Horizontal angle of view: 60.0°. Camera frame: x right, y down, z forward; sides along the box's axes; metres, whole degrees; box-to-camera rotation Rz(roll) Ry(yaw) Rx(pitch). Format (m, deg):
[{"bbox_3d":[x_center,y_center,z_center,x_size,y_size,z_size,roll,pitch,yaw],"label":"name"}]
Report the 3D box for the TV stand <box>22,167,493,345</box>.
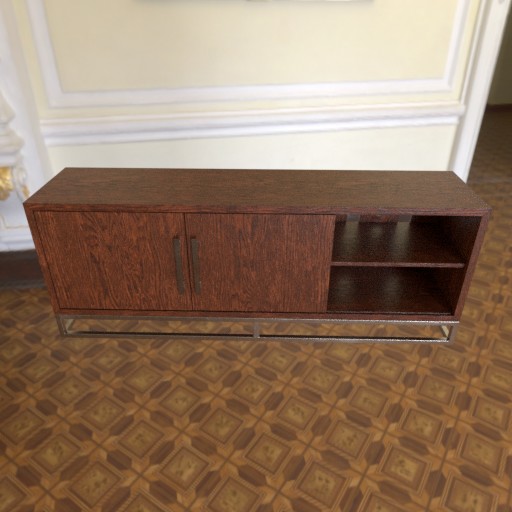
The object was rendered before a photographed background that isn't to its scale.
[{"bbox_3d":[0.000,0.000,1.743,1.541,0.578,0.382,1,30,1],"label":"TV stand"}]
